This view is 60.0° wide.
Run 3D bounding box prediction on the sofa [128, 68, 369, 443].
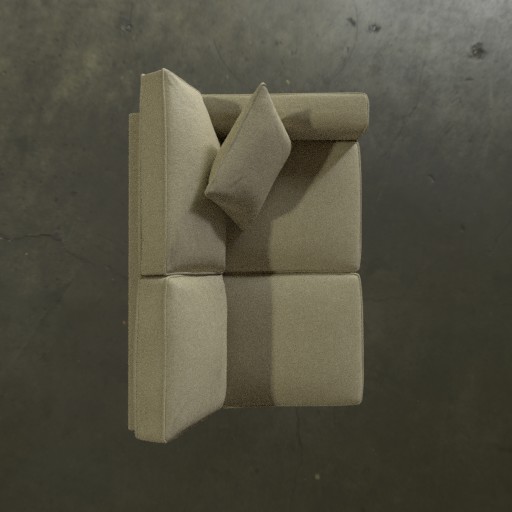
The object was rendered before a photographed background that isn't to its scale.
[{"bbox_3d":[0.000,0.000,2.026,0.991,0.989,1.388,0,90,0],"label":"sofa"}]
